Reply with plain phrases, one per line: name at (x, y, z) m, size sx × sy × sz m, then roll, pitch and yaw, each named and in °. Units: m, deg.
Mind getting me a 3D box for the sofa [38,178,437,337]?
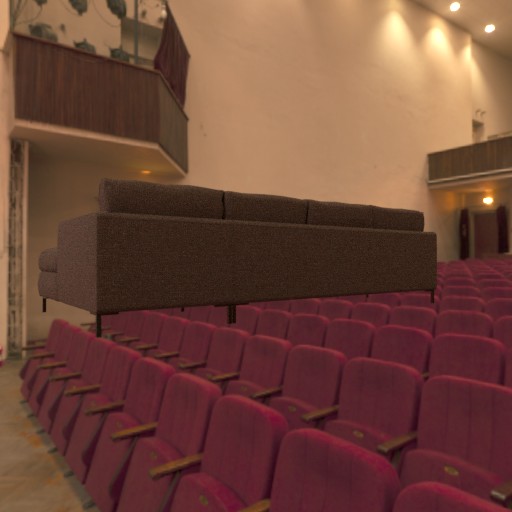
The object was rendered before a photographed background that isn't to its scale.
sofa at (0.000, 0.000, 3.848) m, size 3.221 × 0.892 × 1.483 m, roll 0°, pitch 0°, yaw -36°
